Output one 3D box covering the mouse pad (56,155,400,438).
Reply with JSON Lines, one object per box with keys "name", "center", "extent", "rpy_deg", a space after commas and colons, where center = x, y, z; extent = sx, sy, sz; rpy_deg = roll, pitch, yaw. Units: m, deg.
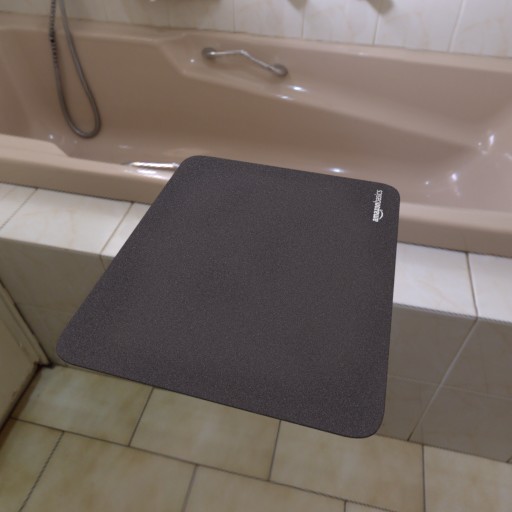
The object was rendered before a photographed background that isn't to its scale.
{"name": "mouse pad", "center": [0.000, 0.000, 0.441], "extent": [0.269, 0.002, 0.315], "rpy_deg": [11, 46, 11]}
